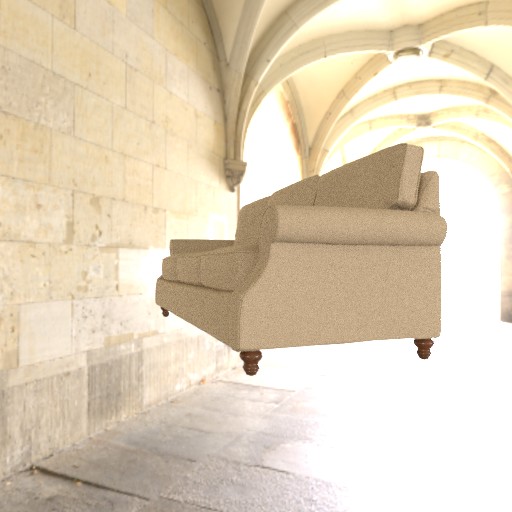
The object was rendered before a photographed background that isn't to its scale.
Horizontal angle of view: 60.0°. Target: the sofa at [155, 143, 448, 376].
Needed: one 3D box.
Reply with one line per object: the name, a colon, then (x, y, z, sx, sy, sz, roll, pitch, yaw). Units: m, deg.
sofa: (0.000, 0.000, 2.774, 0.966, 0.948, 2.354, 0, -1, -20)
